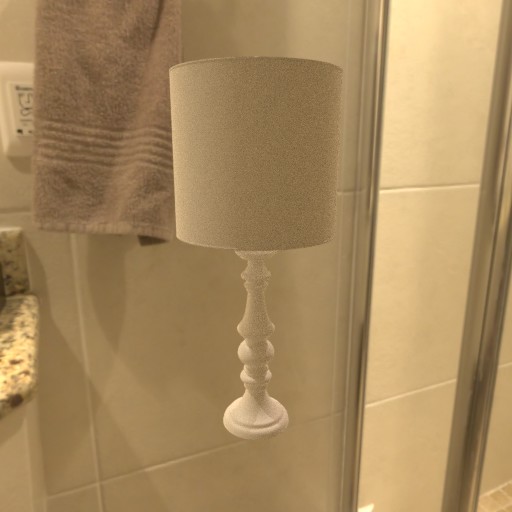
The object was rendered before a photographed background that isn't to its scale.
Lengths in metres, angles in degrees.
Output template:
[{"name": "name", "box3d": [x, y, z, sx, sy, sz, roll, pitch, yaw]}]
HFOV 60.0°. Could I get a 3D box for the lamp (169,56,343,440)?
[{"name": "lamp", "box3d": [0.000, 0.000, 0.716, 0.250, 0.597, 0.250, 7, 16, 27]}]
